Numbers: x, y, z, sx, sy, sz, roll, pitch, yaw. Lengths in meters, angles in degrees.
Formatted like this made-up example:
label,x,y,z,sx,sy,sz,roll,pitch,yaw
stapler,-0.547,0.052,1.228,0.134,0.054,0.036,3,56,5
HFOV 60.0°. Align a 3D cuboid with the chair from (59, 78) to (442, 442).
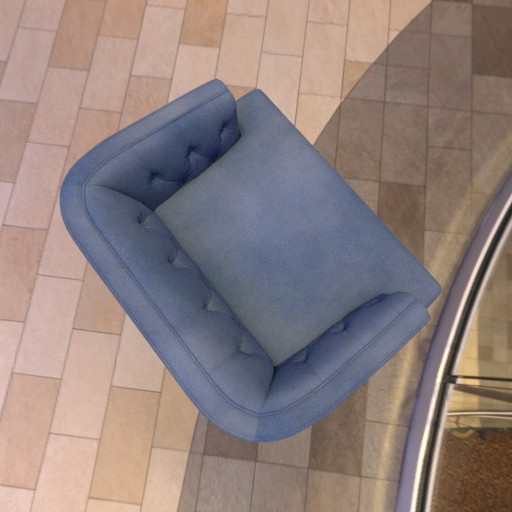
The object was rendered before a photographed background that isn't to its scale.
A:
label,x,y,z,sx,sy,sz,roll,pitch,yaw
chair,0.000,0.000,1.706,0.914,0.787,1.118,-38,79,-9
